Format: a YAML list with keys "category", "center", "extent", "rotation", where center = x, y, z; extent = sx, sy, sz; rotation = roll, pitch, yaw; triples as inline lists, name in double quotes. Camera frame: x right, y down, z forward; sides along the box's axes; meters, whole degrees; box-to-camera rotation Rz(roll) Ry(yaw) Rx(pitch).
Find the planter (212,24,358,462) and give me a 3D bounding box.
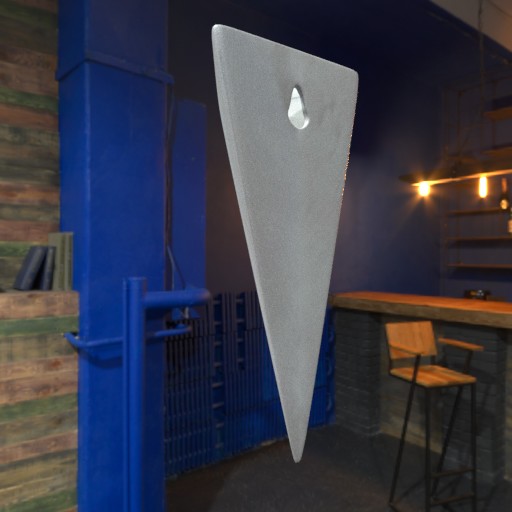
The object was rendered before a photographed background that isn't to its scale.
- category: "planter"
  center: [0.000, 0.000, 0.158]
  extent: [0.058, 0.130, 0.047]
  rotation: [0, 0, -35]
